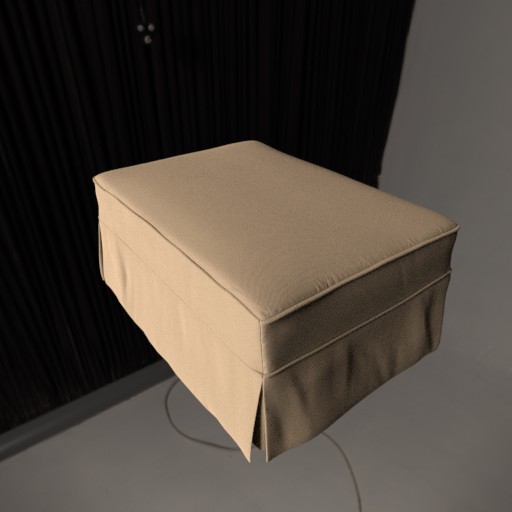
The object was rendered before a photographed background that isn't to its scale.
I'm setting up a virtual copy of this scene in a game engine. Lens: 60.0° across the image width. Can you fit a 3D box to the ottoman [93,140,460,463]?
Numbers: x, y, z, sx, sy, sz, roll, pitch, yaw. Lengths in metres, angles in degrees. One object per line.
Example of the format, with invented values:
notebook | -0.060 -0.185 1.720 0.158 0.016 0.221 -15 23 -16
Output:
ottoman | 0.000 0.000 1.354 0.721 0.482 0.959 -21 37 -31
